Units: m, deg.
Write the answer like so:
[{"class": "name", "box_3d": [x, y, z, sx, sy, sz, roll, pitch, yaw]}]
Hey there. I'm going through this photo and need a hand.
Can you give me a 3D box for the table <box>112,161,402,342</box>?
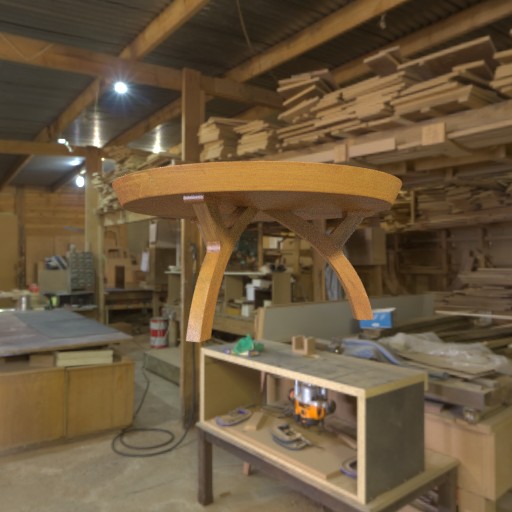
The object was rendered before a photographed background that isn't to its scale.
[{"class": "table", "box_3d": [0.000, 0.000, 1.607, 1.016, 0.470, 1.016, 0, 0, 0]}]
